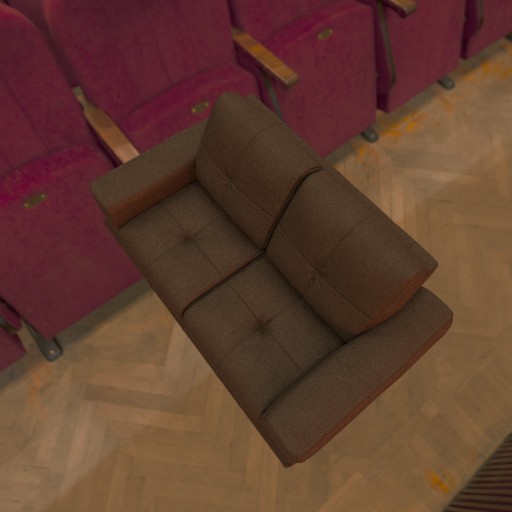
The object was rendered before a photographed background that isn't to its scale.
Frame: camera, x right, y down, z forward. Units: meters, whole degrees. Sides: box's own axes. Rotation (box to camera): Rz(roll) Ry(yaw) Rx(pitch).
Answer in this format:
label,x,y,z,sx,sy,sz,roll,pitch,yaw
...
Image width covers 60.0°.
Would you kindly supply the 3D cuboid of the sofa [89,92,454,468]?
label,x,y,z,sx,sy,sz,roll,pitch,yaw
sofa,0.000,0.000,2.322,1.018,0.907,1.806,-35,67,-17
